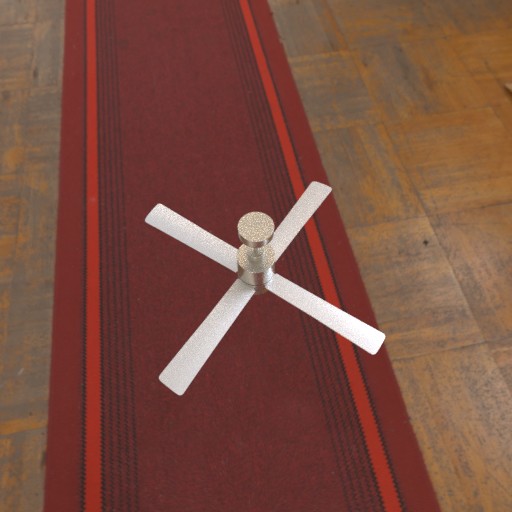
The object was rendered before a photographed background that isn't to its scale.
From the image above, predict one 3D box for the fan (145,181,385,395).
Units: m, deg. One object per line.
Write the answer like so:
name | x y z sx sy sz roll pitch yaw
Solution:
fan | 0.000 0.000 2.315 1.525 0.539 1.525 30 64 17
